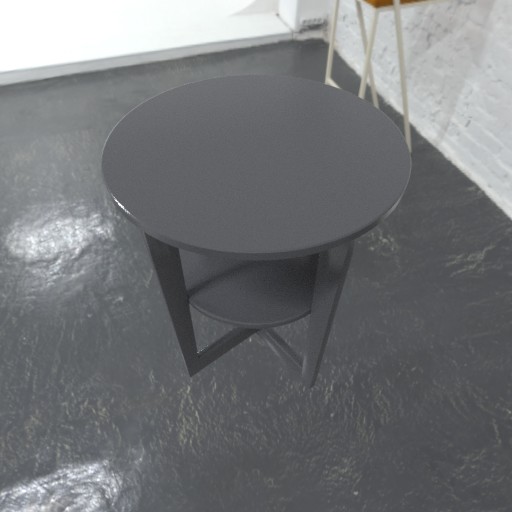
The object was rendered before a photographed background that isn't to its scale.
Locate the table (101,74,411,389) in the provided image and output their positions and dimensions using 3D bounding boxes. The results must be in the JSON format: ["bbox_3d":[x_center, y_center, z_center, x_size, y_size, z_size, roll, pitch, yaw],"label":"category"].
[{"bbox_3d":[0.000,0.000,0.933,0.500,0.550,0.500,0,47,0],"label":"table"}]
